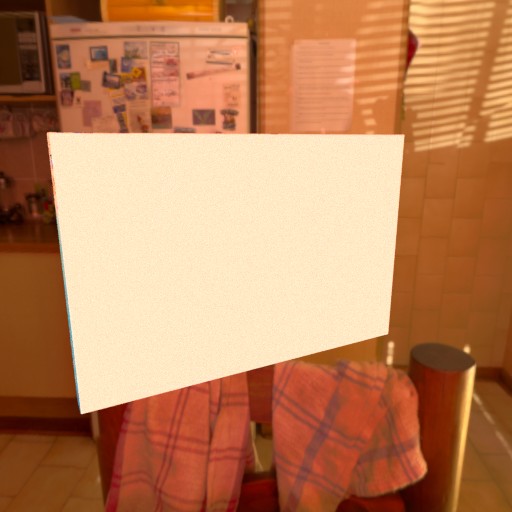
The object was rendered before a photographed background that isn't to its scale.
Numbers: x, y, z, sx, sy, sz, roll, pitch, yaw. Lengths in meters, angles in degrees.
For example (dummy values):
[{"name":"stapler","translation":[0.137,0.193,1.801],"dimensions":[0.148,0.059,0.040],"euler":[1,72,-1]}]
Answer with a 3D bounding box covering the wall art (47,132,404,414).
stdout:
[{"name":"wall art","translation":[0.000,0.000,0.762],"dimensions":[0.609,0.406,0.039],"euler":[-8,17,-27]}]
